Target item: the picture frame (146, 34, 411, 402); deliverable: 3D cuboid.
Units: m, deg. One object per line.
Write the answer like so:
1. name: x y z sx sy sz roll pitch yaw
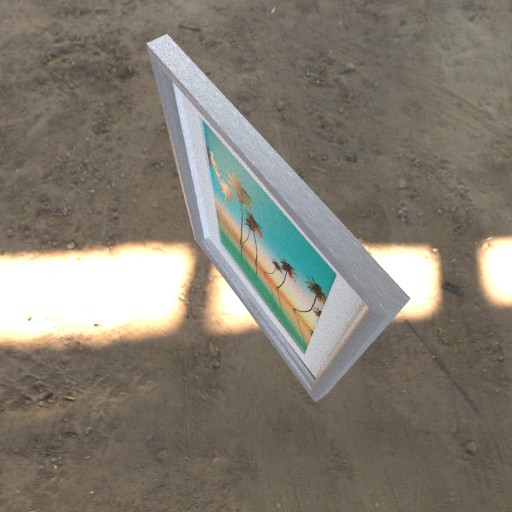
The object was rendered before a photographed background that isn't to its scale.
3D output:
1. picture frame: 0.000 0.000 0.527 0.027 0.378 0.327 -32 68 -15
